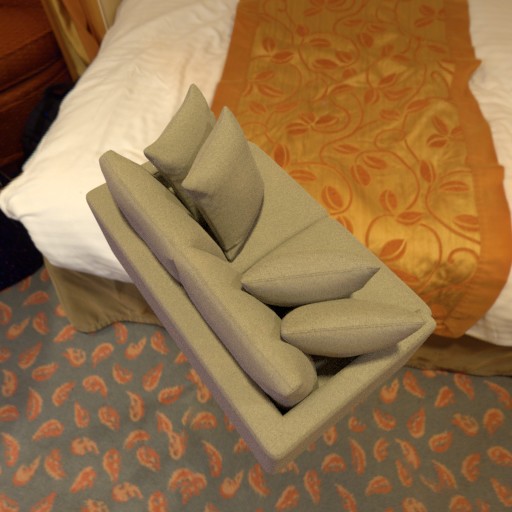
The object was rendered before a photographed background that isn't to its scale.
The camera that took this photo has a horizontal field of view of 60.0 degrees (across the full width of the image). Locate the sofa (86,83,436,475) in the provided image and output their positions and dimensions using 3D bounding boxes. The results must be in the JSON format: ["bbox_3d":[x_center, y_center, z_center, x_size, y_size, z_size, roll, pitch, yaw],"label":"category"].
[{"bbox_3d":[0.000,0.000,2.563,1.228,1.080,1.869,-33,63,-19],"label":"sofa"}]
